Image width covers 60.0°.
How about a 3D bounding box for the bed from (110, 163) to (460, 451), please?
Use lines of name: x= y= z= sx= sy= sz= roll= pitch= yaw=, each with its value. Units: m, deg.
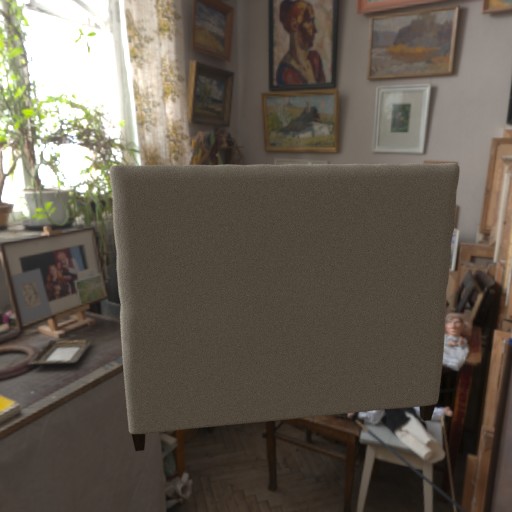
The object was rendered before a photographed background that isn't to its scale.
bed: x=0.000 y=0.000 z=3.337 sx=1.698 sy=1.427 sz=2.387 roll=-2 pitch=14 yaw=-9
